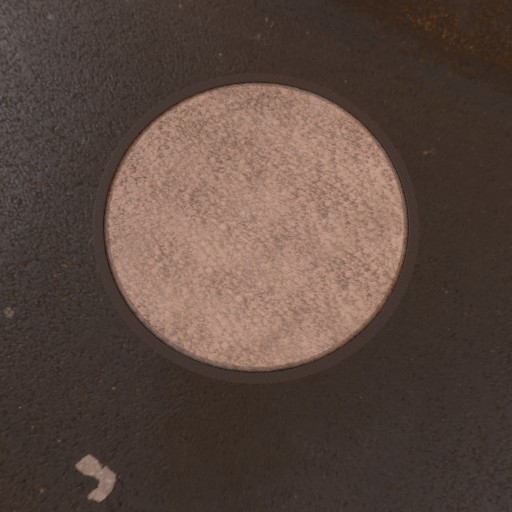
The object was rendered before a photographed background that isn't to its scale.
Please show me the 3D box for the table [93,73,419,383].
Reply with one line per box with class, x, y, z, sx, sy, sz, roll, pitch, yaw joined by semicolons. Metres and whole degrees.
table;0.000;0.000;0.881;0.470;0.498;0.470;0;76;0
